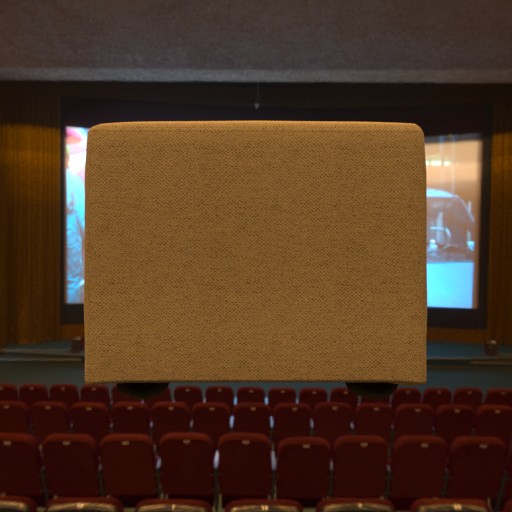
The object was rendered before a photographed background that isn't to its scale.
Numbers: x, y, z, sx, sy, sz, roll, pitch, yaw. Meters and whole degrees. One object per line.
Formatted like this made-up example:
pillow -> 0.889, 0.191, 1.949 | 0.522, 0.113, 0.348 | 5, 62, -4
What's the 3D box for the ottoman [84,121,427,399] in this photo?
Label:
ottoman -> 0.000, 0.000, 0.902 | 0.521, 0.453, 0.512 | 0, 0, 0
